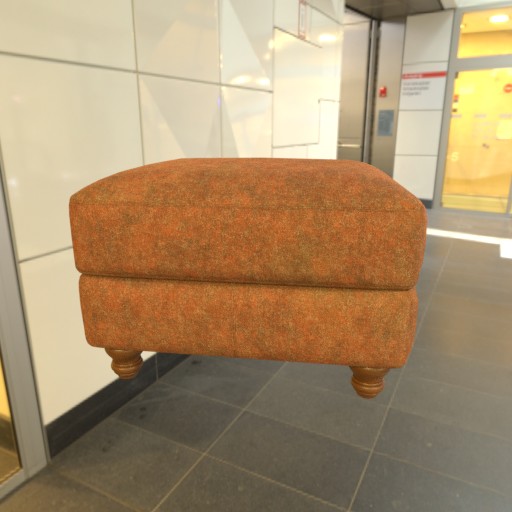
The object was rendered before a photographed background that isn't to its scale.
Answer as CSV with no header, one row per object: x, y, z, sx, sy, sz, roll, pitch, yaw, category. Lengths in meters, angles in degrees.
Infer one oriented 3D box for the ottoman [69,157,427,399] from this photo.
0.000,0.000,1.197,0.787,0.508,0.635,2,17,8,ottoman
